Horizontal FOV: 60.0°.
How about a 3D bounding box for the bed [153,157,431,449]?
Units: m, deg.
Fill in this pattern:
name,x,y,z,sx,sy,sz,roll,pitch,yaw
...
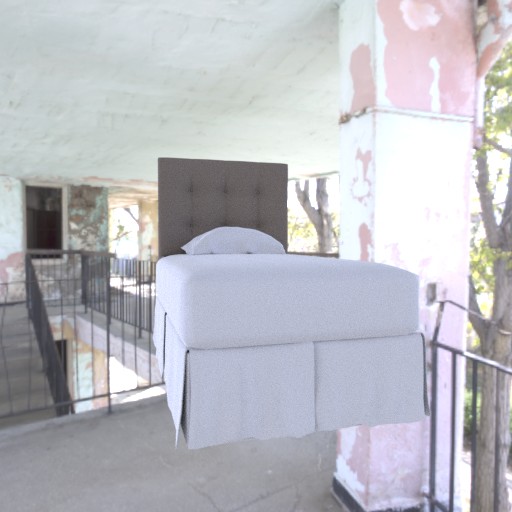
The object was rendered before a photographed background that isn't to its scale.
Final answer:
name,x,y,z,sx,sy,sz,roll,pitch,yaw
bed,0.000,0.000,2.924,1.261,1.571,1.997,-1,2,-16
